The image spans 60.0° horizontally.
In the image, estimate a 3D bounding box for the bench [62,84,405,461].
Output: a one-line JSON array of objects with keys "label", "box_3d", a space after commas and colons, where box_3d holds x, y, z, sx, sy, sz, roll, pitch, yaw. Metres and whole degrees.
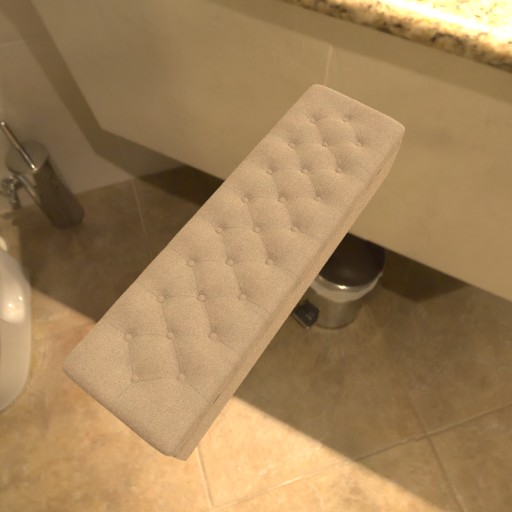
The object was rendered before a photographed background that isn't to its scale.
[{"label": "bench", "box_3d": [0.000, 0.000, 1.732, 0.455, 0.467, 1.480, 32, 67, 15]}]
